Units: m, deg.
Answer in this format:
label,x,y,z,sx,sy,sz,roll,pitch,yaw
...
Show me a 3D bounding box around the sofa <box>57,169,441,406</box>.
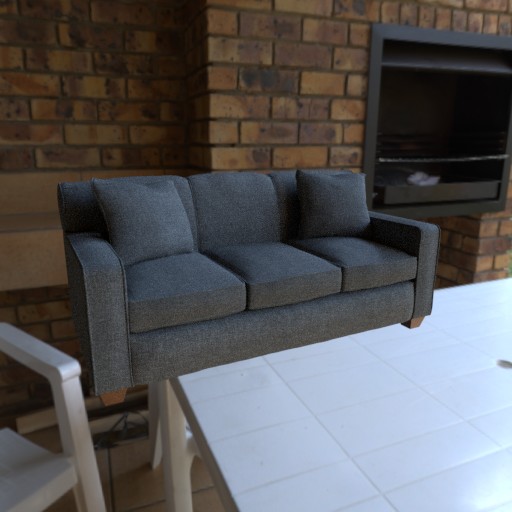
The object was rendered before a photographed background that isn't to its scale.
label,x,y,z,sx,sy,sz,roll,pitch,yaw
sofa,0.000,0.000,2.613,2.024,0.958,0.997,-7,16,-26
